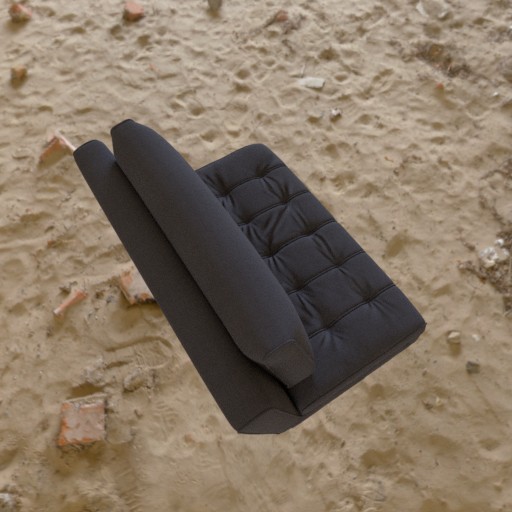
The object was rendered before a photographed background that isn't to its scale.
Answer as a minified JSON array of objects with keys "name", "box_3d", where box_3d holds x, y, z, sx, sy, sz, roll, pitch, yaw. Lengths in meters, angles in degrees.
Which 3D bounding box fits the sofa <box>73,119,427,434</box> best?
[{"name":"sofa","box_3d":[0.000,0.000,1.836,0.910,0.910,1.220,-29,63,-16]}]
